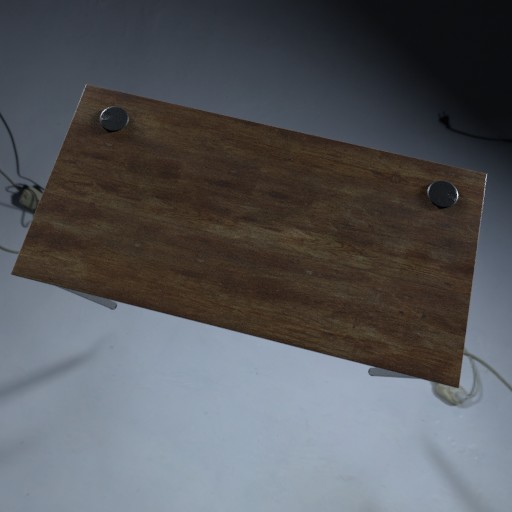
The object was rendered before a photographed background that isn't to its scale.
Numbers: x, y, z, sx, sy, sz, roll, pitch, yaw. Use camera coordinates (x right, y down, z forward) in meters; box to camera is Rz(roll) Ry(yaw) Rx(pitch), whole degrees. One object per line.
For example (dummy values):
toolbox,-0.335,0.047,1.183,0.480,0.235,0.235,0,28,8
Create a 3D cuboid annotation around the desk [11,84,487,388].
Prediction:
desk,0.000,0.000,1.579,1.200,0.749,0.600,14,76,3
